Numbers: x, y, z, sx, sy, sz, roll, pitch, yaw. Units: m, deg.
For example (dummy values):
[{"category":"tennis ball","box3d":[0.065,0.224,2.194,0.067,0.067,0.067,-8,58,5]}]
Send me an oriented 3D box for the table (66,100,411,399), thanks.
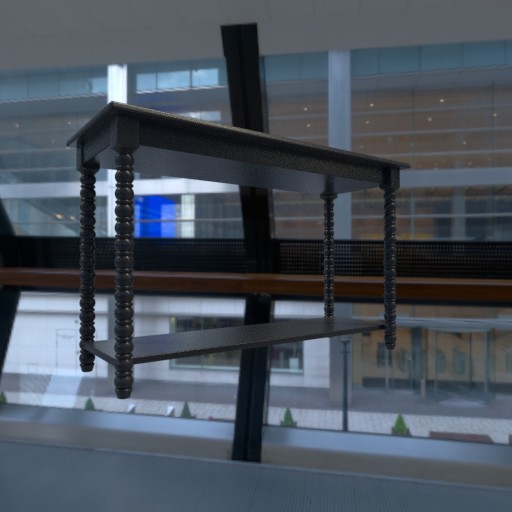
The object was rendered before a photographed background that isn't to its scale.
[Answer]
[{"category":"table","box3d":[0.000,0.000,1.584,1.184,0.735,0.459,0,-1,-36]}]
